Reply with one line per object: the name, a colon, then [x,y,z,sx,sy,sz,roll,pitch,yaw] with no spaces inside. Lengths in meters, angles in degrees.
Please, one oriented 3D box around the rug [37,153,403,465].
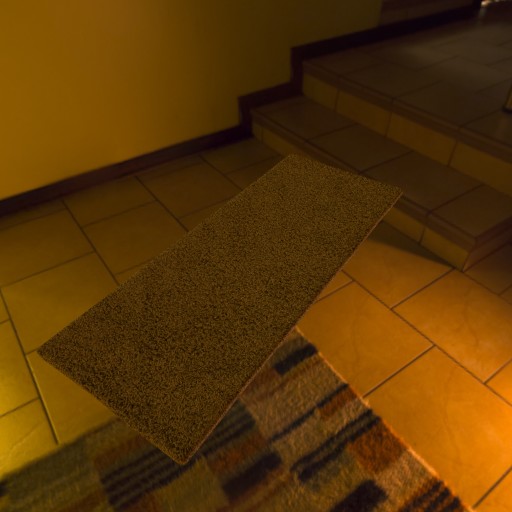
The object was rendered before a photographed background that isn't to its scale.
rug: [0.000,0.000,1.713,0.609,0.030,1.524,25,47,25]
